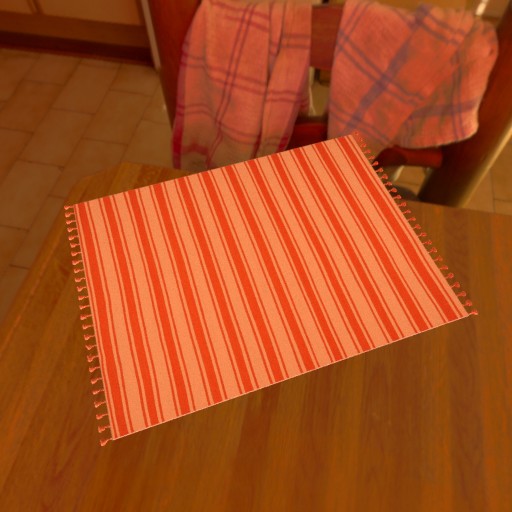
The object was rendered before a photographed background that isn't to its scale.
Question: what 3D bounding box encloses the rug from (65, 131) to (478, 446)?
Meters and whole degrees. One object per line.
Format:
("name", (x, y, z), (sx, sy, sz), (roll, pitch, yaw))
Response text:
("rug", (0.000, 0.000, 4.282), (3.369, 0.035, 2.451), (-16, 60, -10))
